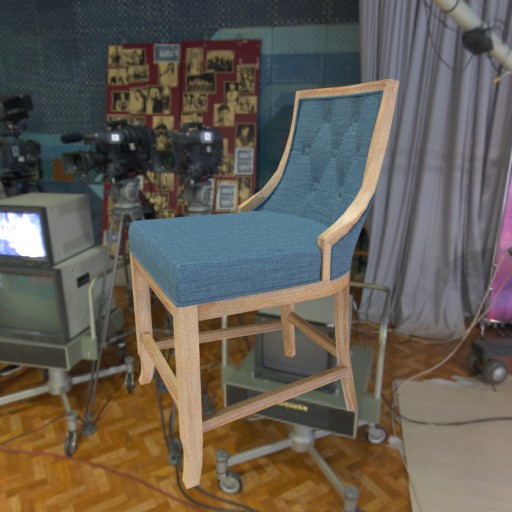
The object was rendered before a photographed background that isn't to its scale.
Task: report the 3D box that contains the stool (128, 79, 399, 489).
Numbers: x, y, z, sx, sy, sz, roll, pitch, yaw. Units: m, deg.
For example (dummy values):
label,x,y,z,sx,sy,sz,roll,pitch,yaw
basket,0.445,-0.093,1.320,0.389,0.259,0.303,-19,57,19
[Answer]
label,x,y,z,sx,sy,sz,roll,pitch,yaw
stool,0.000,0.000,1.276,0.626,0.938,0.524,-8,18,-25
